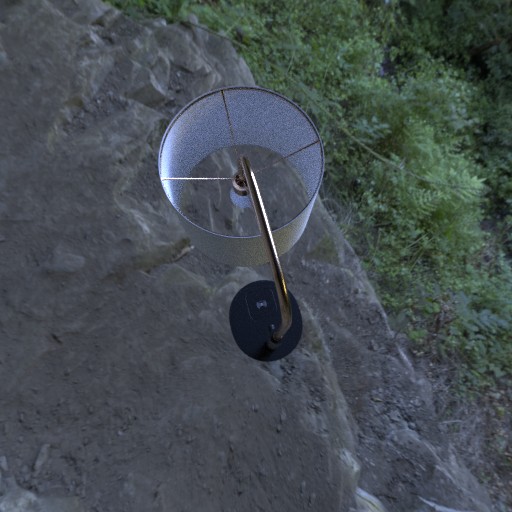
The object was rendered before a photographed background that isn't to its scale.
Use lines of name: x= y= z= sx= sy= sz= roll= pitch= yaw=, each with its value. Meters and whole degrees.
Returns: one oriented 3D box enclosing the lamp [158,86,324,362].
lamp: x=0.000 y=0.000 z=0.725 sx=0.199 sy=0.540 sz=0.337 roll=-14 pitch=76 yaw=-4
